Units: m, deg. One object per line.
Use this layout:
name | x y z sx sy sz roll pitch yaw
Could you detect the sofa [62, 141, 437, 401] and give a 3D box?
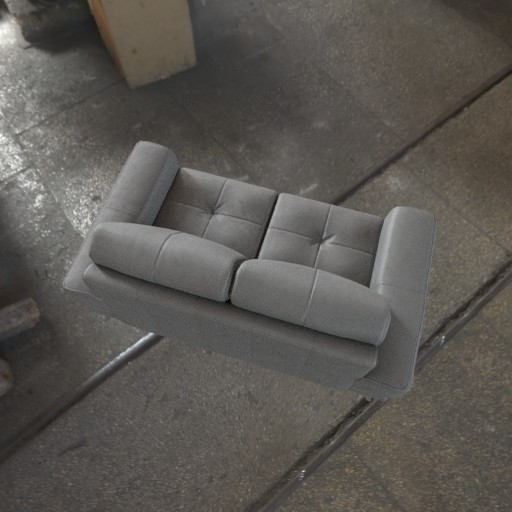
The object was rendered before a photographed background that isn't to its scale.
sofa | 0.000 0.000 2.395 1.806 0.907 1.018 15 64 8
